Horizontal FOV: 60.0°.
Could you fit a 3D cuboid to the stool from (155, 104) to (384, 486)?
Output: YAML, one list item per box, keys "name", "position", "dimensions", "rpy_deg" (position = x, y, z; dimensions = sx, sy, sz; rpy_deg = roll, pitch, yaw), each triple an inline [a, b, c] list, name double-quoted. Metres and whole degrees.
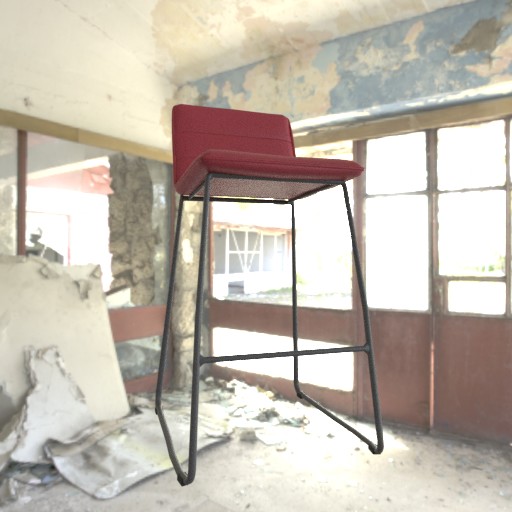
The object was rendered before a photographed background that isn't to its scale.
- name: "stool"
  position: [0.000, 0.000, 1.193]
  dimensions: [0.489, 0.937, 0.524]
  rpy_deg: [0, 0, -18]
